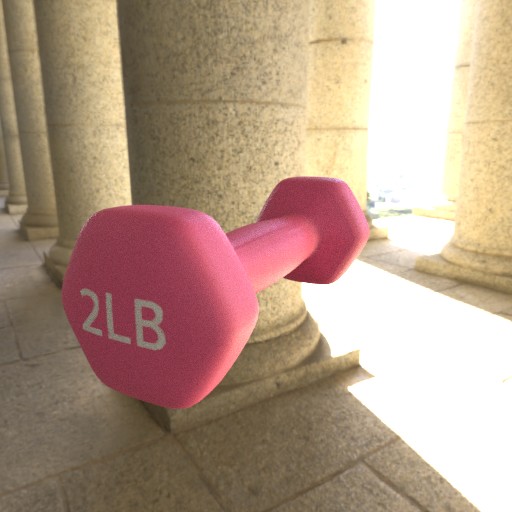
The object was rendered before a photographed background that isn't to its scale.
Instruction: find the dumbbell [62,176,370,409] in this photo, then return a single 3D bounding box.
[{"bbox_3d":[0.000,0.000,0.171,0.058,0.053,0.146,7,16,27],"label":"dumbbell"}]
